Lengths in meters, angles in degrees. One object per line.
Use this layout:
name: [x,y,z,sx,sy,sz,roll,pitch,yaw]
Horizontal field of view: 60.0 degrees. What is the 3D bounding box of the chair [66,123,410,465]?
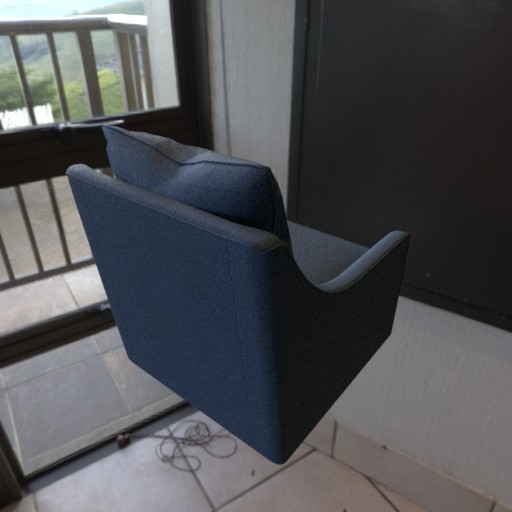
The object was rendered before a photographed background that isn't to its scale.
chair: [0.000,0.000,1.529,0.750,0.939,0.870,22,37,33]
